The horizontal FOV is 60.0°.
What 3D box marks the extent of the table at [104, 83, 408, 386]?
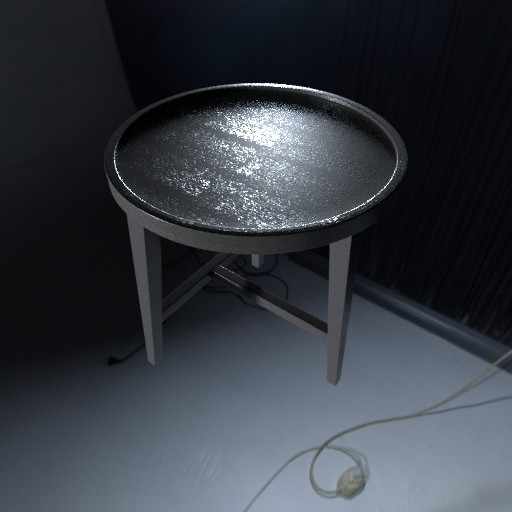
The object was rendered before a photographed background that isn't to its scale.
[{"bbox_3d":[0.000,0.000,0.932,0.500,0.531,0.500,0,43,0],"label":"table"}]
